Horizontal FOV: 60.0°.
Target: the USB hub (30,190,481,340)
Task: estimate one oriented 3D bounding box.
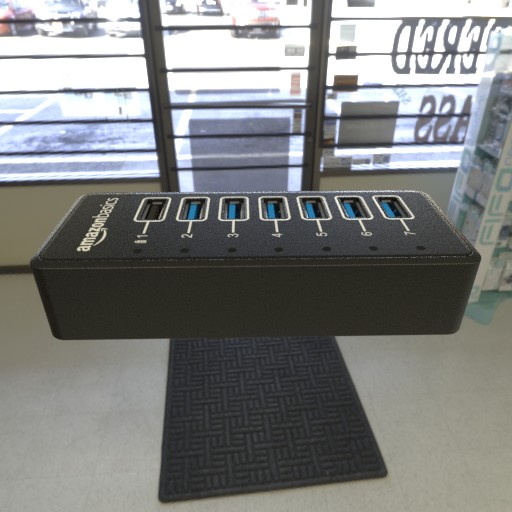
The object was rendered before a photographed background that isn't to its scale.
[{"bbox_3d":[0.000,0.000,0.129,0.110,0.023,0.044,-1,32,-1],"label":"USB hub"}]
